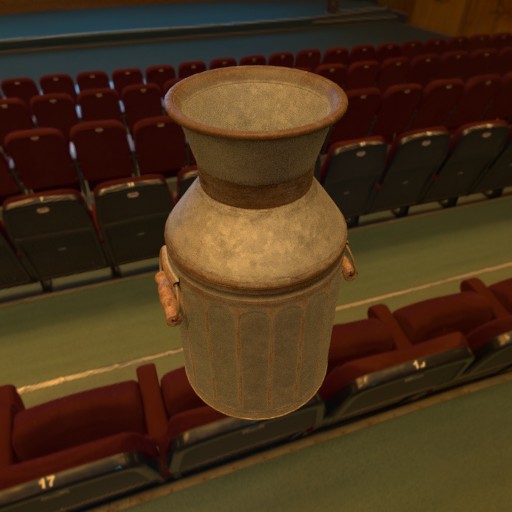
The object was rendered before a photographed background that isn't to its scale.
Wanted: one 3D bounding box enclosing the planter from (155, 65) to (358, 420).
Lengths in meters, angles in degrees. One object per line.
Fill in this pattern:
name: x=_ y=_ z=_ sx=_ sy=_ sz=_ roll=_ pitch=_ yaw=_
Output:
planter: x=0.000 y=0.000 z=0.541 sx=0.245 sy=0.396 sz=0.214 roll=-13 pitch=42 yaw=-15
